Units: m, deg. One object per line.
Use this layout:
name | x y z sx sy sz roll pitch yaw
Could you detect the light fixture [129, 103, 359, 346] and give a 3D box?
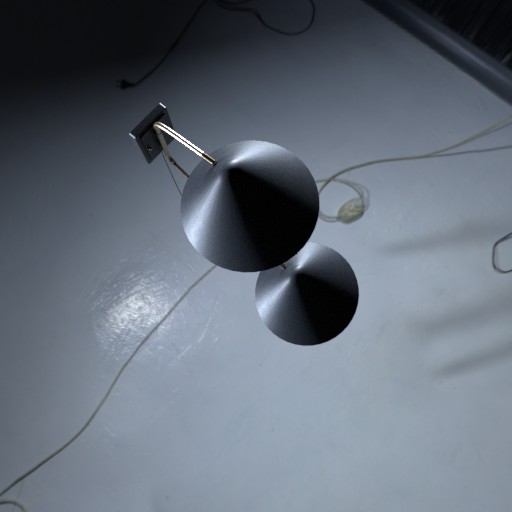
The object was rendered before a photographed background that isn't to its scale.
light fixture | 0.000 0.000 0.848 0.422 0.665 0.189 39 79 9
